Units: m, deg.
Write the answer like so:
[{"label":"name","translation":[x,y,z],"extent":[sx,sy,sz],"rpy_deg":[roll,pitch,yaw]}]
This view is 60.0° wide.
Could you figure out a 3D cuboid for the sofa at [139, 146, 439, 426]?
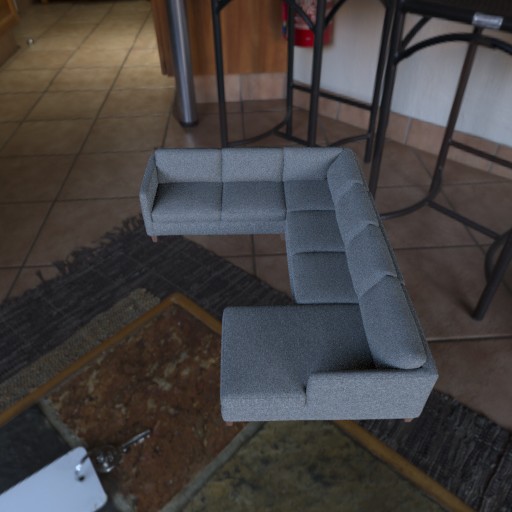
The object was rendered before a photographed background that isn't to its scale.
[{"label":"sofa","translation":[0.000,0.000,4.449],"extent":[2.551,0.853,3.238],"rpy_deg":[-1,42,-1]}]
